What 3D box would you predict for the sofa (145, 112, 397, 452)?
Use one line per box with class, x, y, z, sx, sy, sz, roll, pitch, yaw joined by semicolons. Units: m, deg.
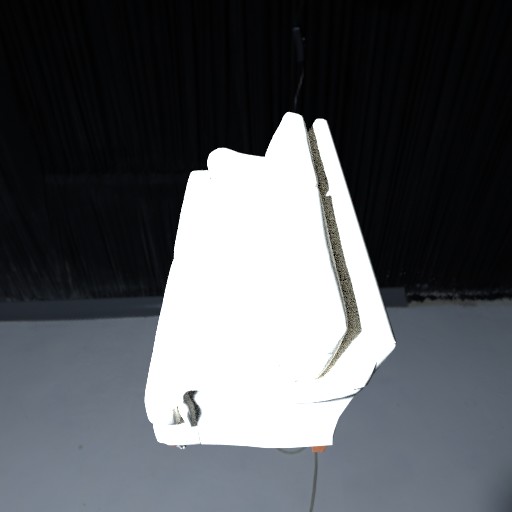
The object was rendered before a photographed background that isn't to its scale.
sofa;0.000;0.000;2.795;1.086;1.087;2.159;0;41;0
